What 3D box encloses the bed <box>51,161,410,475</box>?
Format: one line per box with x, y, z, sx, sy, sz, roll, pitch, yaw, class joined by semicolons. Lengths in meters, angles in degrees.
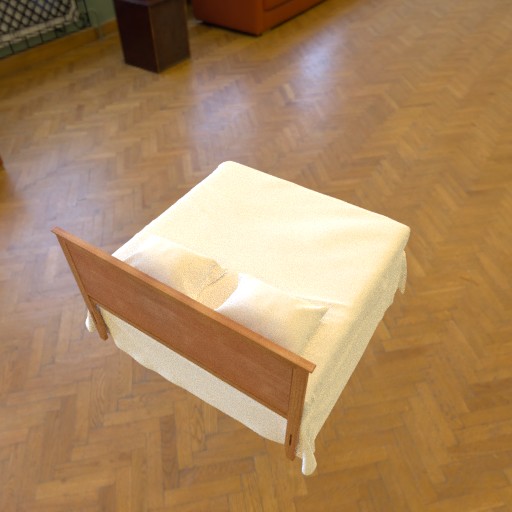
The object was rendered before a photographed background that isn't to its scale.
0.000;0.000;3.731;2.317;1.270;2.215;25;50;22;bed
